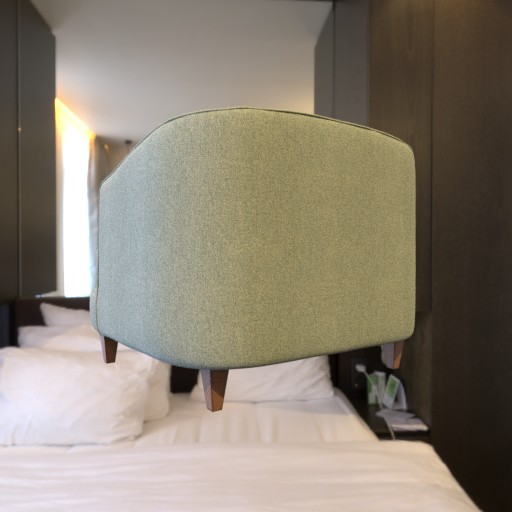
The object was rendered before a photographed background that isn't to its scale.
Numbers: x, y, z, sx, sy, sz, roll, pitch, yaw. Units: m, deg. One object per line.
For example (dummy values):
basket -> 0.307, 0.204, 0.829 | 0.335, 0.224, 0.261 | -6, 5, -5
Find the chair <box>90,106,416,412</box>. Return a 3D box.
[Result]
chair -> 0.000, 0.000, 1.755 | 1.094, 0.852, 0.945 | 0, 1, -35
